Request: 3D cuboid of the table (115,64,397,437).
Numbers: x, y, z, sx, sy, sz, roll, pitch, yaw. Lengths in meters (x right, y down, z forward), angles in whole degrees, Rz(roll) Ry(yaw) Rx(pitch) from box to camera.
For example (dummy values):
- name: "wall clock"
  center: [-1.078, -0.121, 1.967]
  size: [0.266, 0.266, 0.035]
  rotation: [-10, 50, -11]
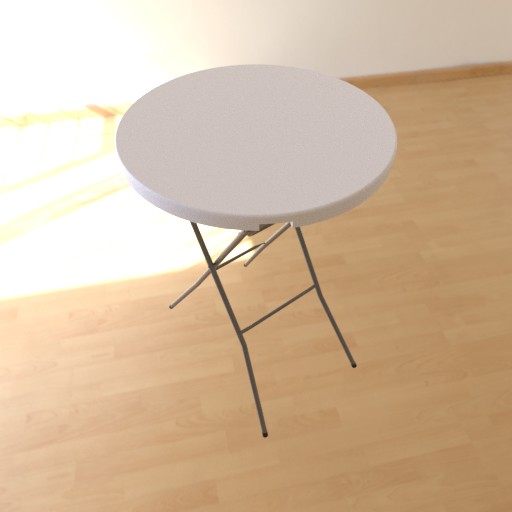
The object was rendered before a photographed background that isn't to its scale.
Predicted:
- name: "table"
  center: [0.000, 0.000, 1.668]
  size: [0.792, 1.105, 0.795]
  rotation: [-29, 53, -25]
